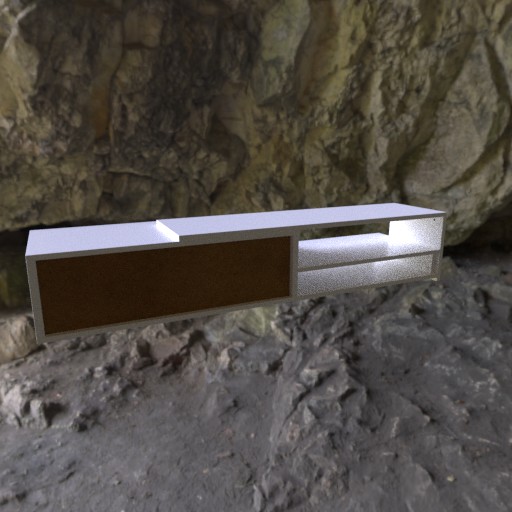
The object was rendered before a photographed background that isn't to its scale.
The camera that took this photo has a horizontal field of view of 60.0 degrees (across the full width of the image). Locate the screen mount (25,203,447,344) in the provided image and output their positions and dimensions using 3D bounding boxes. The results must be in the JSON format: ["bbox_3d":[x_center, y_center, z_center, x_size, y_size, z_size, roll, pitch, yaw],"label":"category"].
[{"bbox_3d":[0.000,0.000,1.858,1.680,0.320,0.420,-7,16,-24],"label":"screen mount"}]
